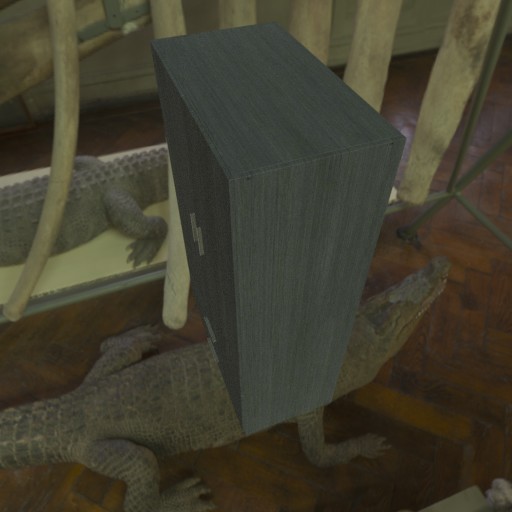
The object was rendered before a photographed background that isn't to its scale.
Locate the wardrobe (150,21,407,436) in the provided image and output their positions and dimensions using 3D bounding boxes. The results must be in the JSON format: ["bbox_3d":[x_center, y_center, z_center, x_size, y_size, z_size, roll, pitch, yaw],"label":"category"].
[{"bbox_3d":[0.000,0.000,2.223,0.577,1.808,0.991,-16,49,-14],"label":"wardrobe"}]
